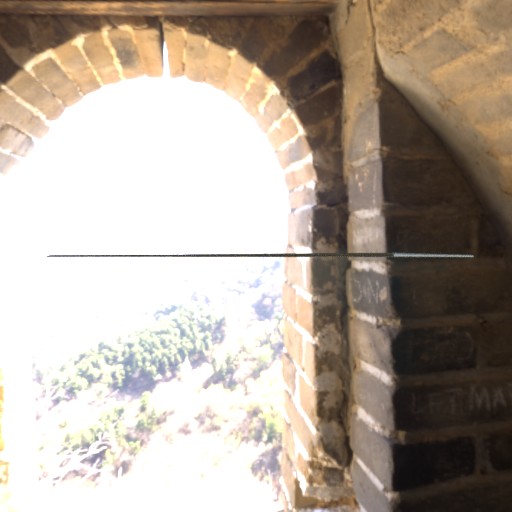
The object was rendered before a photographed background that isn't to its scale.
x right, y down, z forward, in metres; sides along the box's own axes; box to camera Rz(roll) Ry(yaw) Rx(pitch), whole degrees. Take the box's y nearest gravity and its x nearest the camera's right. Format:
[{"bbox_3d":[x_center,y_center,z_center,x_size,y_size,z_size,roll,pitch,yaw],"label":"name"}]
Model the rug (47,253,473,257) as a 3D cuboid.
[{"bbox_3d":[0.000,0.000,3.414,2.746,0.018,1.819,0,0,36],"label":"rug"}]
